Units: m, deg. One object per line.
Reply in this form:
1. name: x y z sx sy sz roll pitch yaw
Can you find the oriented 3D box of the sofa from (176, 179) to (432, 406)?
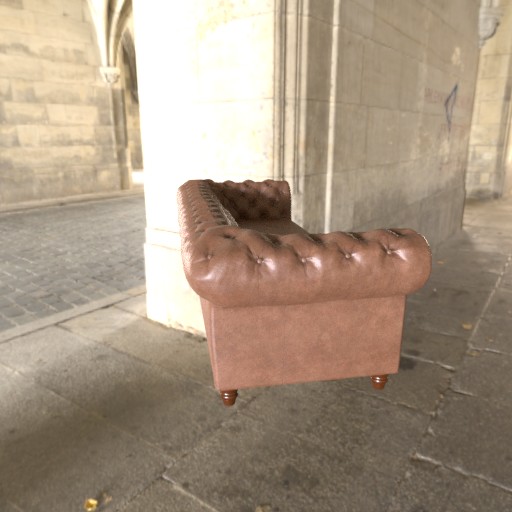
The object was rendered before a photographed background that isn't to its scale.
1. sofa: 0.000 0.000 2.781 0.944 0.783 2.385 -3 16 -10
